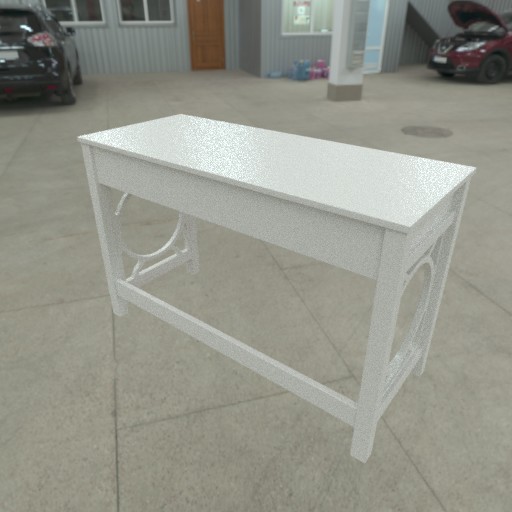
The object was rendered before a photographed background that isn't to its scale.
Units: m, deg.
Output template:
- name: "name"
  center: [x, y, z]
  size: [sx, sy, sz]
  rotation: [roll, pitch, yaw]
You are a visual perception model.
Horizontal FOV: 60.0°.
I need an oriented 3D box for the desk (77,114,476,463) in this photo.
- name: "desk"
  center: [0.000, 0.000, 1.579]
  size: [1.191, 0.762, 0.504]
  rotation: [21, 35, 33]
